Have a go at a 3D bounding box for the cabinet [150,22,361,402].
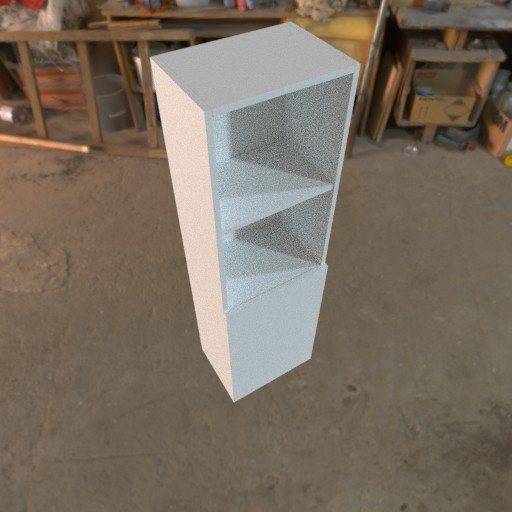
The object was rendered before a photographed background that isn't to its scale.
[{"bbox_3d":[0.000,0.000,1.526,0.400,1.350,0.300,-24,53,-20],"label":"cabinet"}]
